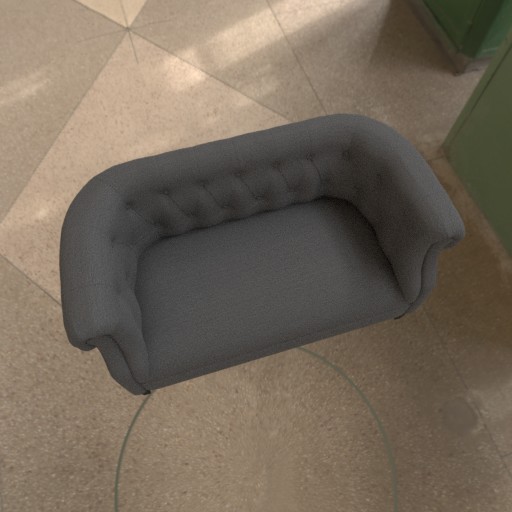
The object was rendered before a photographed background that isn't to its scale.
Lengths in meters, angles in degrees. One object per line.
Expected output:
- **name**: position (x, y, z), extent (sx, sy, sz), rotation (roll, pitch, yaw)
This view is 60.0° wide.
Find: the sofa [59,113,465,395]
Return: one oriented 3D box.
- **sofa**: position (0.000, 0.000, 2.061), extent (1.558, 0.827, 0.835), rotation (-15, 65, -7)
